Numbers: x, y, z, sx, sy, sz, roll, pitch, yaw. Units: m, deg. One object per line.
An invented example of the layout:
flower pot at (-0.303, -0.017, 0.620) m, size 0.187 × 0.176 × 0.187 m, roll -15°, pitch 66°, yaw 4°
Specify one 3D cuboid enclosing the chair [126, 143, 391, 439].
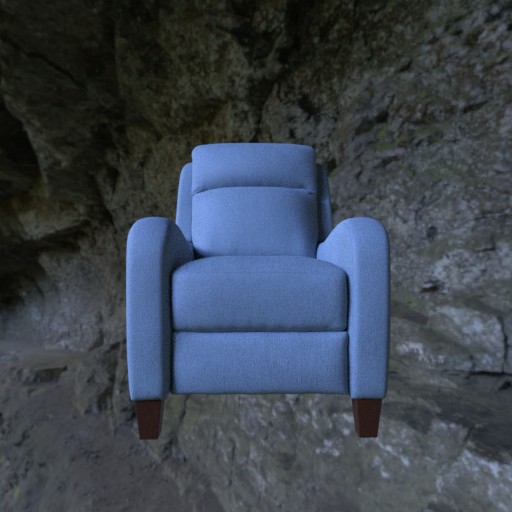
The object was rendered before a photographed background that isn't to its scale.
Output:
chair at (0.000, 0.000, 1.741) m, size 0.785 × 1.067 × 0.988 m, roll 0°, pitch 0°, yaw -1°
